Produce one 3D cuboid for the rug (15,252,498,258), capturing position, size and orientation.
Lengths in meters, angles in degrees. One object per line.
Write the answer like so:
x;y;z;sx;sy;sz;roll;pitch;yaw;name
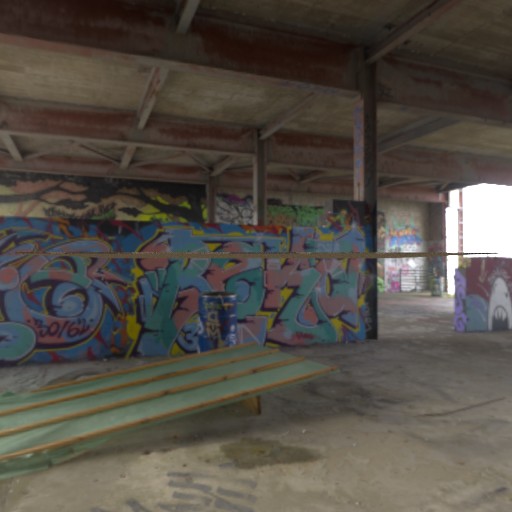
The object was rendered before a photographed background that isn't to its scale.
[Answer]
0.000;0.000;2.282;1.828;0.006;1.216;0;-1;-1;rug
